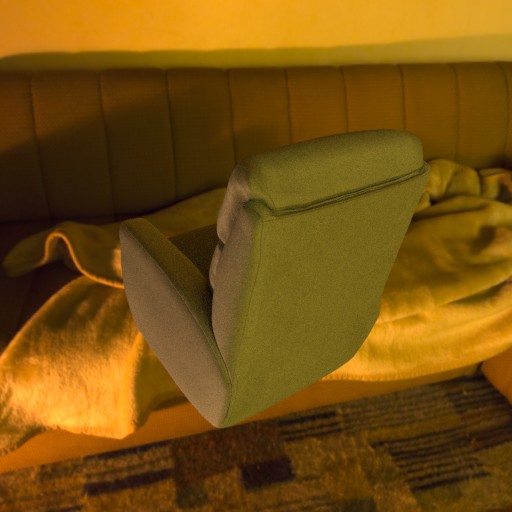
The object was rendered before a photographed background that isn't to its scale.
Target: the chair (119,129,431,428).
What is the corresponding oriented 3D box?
[{"bbox_3d":[0.000,0.000,1.652,0.794,1.016,0.940,-19,35,-29],"label":"chair"}]
